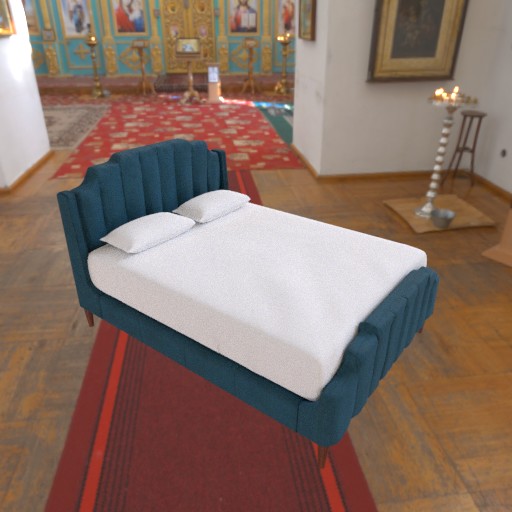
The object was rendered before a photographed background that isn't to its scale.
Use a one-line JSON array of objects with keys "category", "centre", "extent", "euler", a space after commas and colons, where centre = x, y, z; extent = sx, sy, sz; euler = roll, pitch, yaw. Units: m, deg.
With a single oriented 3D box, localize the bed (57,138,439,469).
[{"category": "bed", "centre": [0.000, 0.000, 3.324], "extent": [2.322, 1.351, 1.676], "euler": [19, 33, 33]}]
